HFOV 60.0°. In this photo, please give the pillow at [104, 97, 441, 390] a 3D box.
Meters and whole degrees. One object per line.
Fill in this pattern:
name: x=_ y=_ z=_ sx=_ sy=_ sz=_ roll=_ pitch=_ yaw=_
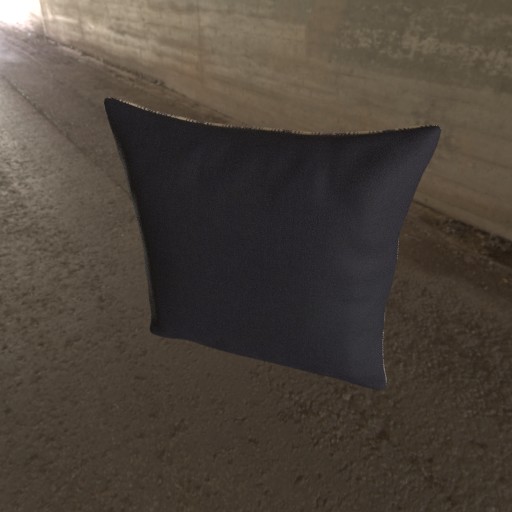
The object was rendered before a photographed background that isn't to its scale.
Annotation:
pillow: x=0.000 y=0.000 z=0.785 sx=0.520 sy=0.508 sz=0.166 roll=10 pitch=33 yaw=16
